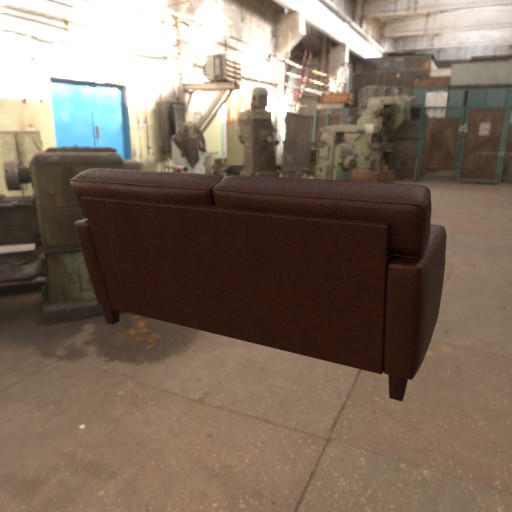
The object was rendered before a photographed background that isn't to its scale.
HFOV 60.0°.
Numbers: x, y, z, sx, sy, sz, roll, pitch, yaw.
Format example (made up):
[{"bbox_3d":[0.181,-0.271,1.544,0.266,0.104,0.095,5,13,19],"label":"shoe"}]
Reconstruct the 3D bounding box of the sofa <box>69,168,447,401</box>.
[{"bbox_3d":[0.000,0.000,2.416,1.876,0.928,0.912,8,18,27],"label":"sofa"}]
